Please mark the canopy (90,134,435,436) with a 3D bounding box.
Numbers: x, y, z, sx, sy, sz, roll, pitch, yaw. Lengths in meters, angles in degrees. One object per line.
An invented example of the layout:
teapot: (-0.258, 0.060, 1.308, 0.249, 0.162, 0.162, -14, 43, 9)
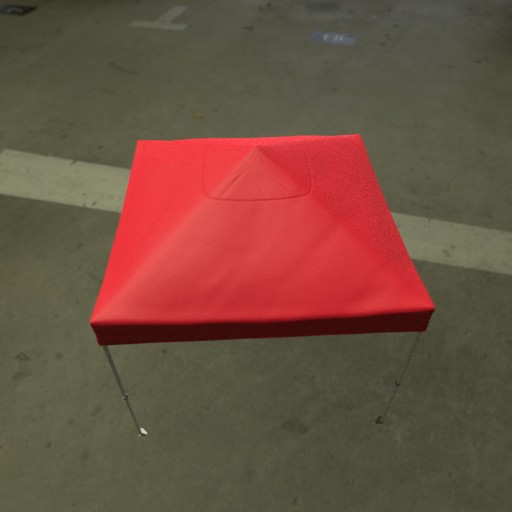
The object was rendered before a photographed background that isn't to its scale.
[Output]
canopy: (0.000, 0.000, 5.366, 2.996, 2.997, 2.998, -2, 45, -2)
